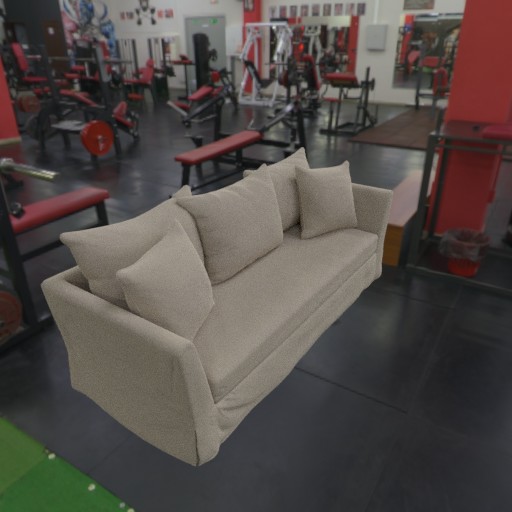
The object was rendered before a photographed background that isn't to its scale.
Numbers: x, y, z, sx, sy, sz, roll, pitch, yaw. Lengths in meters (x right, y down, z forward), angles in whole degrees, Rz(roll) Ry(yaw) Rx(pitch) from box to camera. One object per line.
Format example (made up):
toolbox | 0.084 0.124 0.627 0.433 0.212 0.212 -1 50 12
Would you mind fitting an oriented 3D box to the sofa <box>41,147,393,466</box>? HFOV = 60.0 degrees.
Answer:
sofa | 0.000 0.000 3.035 1.046 1.047 2.499 17 31 31
